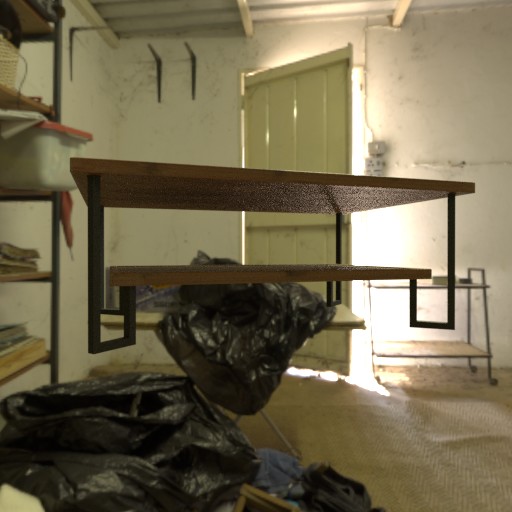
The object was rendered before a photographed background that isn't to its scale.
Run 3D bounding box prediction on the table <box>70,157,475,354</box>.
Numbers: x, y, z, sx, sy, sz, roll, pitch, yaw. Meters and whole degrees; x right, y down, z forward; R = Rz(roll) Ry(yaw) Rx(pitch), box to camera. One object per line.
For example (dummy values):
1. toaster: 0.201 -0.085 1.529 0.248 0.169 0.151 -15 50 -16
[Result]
1. table: 0.000 0.000 1.685 1.238 0.492 0.877 0 0 -18
